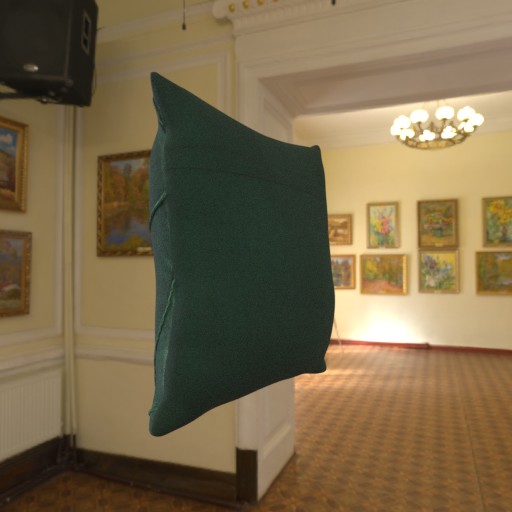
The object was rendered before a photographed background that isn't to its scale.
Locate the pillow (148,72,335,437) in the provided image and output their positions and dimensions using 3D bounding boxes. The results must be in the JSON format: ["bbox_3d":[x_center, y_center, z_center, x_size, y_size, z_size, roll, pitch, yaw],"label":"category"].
[{"bbox_3d":[0.000,0.000,0.695,0.184,0.440,0.439,-1,-2,35],"label":"pillow"}]
